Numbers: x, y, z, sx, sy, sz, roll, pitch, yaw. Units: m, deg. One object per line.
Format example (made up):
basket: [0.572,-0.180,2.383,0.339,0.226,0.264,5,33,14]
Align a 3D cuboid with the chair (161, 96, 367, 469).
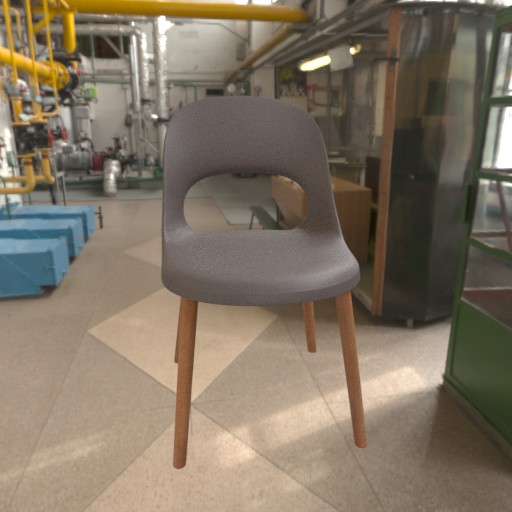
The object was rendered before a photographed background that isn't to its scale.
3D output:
chair: [0.000,0.000,1.130,0.470,0.794,0.556,-3,17,-8]
